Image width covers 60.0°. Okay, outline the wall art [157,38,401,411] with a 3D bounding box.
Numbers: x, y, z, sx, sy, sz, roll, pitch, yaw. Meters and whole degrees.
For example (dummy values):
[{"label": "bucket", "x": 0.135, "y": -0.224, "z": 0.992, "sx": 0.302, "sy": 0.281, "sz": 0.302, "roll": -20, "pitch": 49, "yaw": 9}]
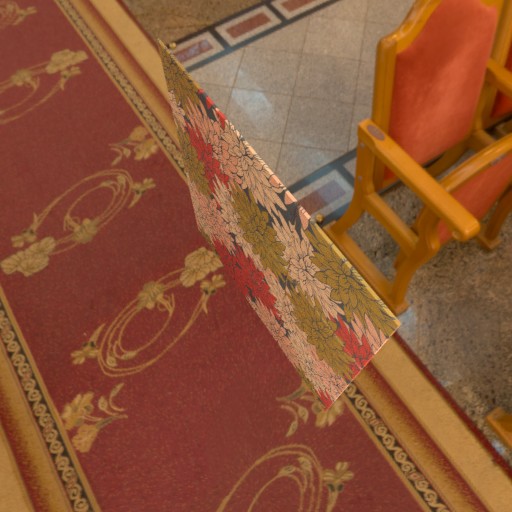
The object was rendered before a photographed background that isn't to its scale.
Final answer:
[{"label": "wall art", "x": 0.000, "y": 0.000, "z": 2.258, "sx": 0.013, "sy": 1.534, "sz": 1.519, "roll": -30, "pitch": 66, "yaw": -15}]
